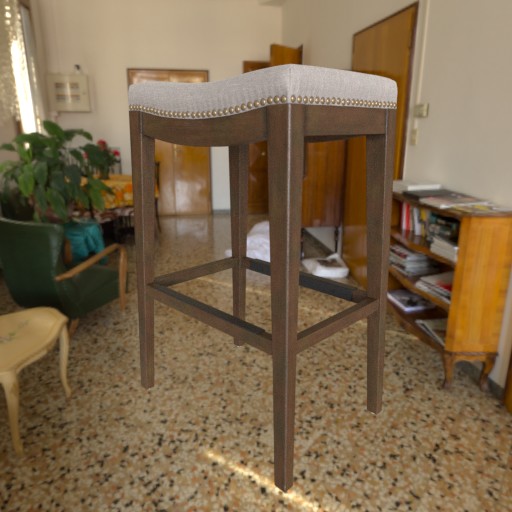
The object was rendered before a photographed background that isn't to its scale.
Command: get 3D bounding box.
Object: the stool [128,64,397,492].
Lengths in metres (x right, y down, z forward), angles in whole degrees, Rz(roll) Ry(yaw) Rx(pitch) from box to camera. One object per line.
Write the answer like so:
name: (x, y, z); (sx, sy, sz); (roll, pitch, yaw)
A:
stool: (0.000, 0.000, 1.020); (0.508, 0.762, 0.356); (16, 23, 43)
